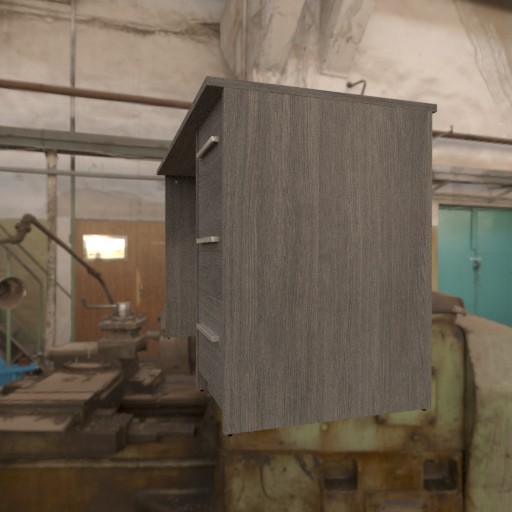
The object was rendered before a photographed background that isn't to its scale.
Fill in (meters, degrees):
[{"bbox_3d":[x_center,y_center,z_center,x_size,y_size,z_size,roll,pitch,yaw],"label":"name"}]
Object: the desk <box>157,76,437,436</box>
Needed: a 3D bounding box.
[{"bbox_3d":[0.000,0.000,1.501,0.560,0.735,1.097,0,1,-18],"label":"desk"}]
